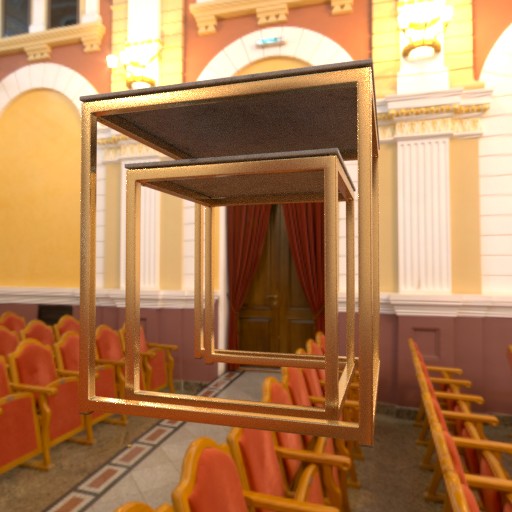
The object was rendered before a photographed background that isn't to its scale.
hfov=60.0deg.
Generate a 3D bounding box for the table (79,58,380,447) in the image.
[{"bbox_3d":[0.000,0.000,0.847,0.450,0.500,0.450,0,-1,17],"label":"table"}]
